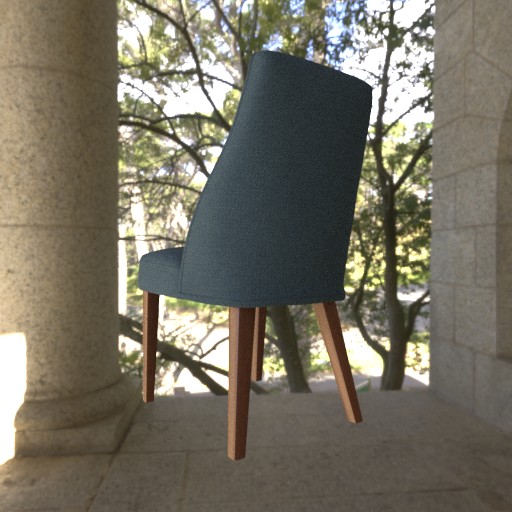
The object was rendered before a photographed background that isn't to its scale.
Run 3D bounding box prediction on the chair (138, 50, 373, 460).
[{"bbox_3d":[0.000,0.000,1.300,0.500,0.930,0.620,0,0,-35],"label":"chair"}]
